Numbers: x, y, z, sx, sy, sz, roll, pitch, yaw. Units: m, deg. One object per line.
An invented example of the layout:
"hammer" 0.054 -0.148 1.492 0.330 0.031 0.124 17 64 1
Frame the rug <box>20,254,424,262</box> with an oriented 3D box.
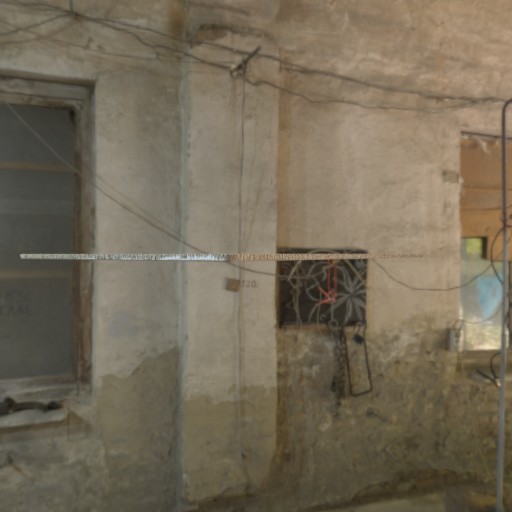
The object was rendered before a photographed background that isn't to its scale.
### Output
"rug" 0.000 0.000 2.908 1.500 0.026 2.349 0 0 36
